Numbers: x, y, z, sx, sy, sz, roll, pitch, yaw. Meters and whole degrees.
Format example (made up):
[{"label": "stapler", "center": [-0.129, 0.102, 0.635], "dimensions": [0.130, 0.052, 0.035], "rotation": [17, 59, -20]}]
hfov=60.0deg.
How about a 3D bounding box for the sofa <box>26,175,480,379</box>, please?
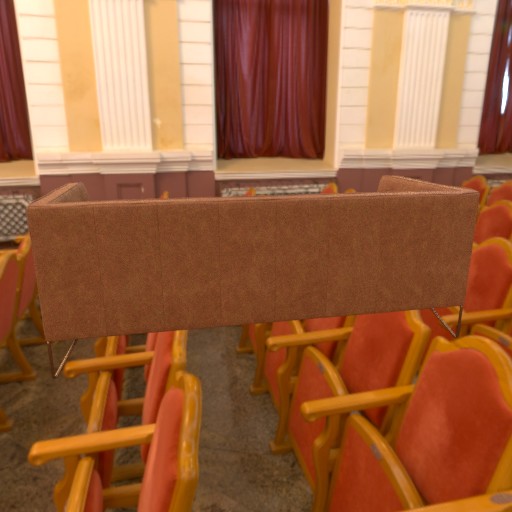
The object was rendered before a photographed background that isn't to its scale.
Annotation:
[{"label": "sofa", "center": [0.000, 0.000, 2.484], "dimensions": [2.079, 0.798, 0.912], "rotation": [-3, 16, -11]}]
